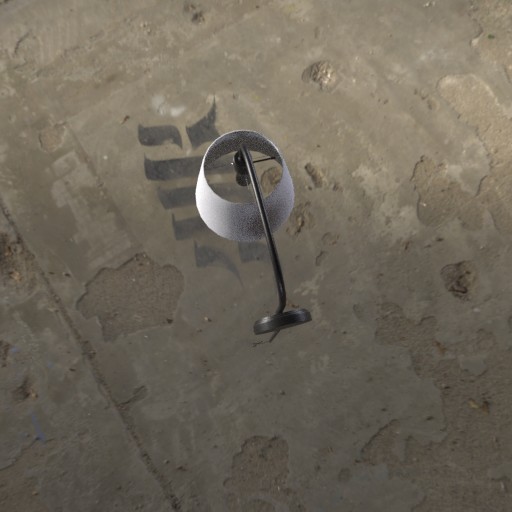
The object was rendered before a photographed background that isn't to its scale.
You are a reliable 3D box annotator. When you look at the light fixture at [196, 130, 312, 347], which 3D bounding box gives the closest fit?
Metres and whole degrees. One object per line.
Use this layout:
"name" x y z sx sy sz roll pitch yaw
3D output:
"light fixture" 0.000 0.000 0.480 0.092 0.399 0.176 -14 77 -3
